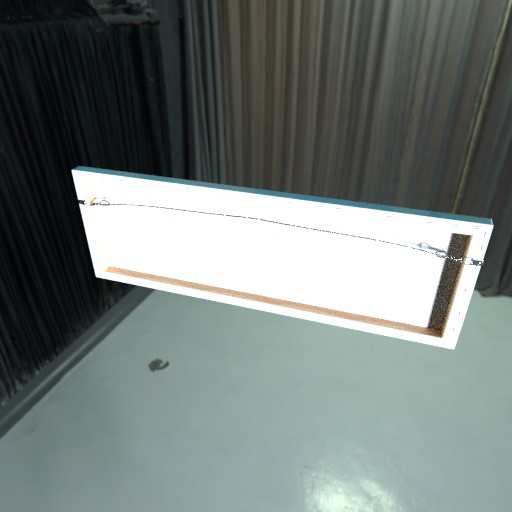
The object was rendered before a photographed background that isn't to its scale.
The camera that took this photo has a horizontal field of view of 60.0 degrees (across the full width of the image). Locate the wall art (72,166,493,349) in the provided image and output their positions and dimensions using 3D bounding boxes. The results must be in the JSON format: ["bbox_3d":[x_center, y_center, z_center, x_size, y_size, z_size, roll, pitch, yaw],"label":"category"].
[{"bbox_3d":[0.000,0.000,0.835,0.759,0.254,0.044,10,33,15],"label":"wall art"}]
